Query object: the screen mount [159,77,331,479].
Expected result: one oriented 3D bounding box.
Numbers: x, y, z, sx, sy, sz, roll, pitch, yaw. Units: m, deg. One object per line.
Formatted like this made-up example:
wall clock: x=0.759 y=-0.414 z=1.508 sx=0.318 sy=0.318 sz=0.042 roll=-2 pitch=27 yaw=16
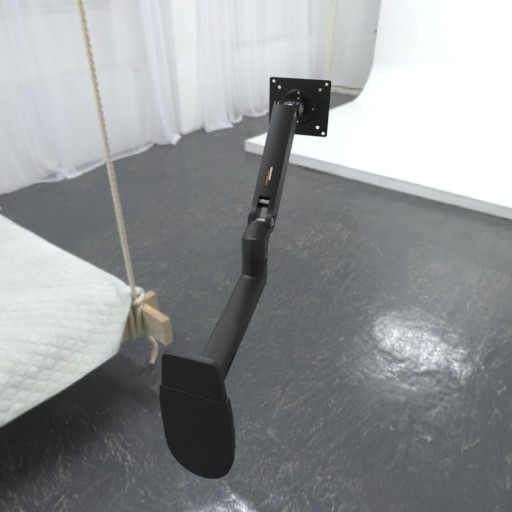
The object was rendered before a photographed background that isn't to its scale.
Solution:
screen mount: x=0.000 y=0.000 z=0.723 sx=0.115 sy=0.466 sz=0.495 roll=10 pitch=33 yaw=16
